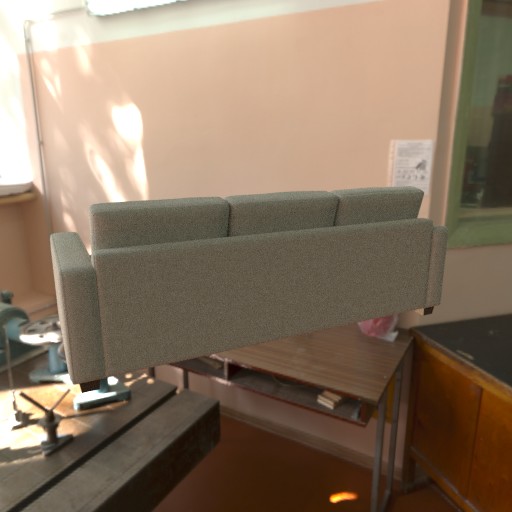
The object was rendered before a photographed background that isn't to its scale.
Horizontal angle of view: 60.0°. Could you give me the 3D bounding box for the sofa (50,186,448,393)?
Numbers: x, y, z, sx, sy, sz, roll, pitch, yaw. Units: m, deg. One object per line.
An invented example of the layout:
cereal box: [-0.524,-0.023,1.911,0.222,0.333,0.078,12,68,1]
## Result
sofa: [0.000,0.000,2.609,2.160,0.800,0.900,-7,16,-25]
